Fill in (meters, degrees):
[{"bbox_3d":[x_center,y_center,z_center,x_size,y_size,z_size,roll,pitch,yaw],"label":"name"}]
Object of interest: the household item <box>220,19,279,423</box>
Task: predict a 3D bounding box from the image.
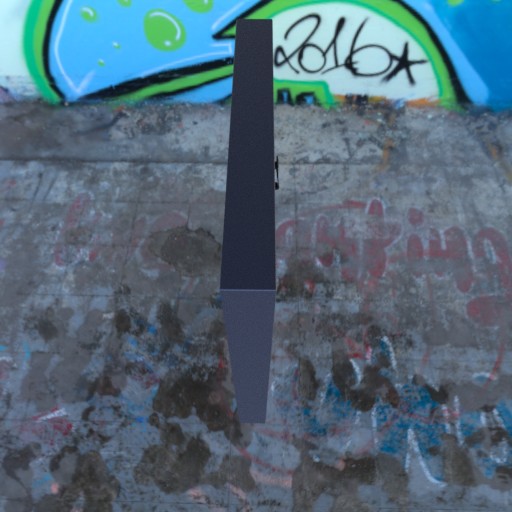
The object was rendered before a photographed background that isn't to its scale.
[{"bbox_3d":[0.000,0.000,0.234,0.022,0.178,0.133,1,58,0],"label":"household item"}]
